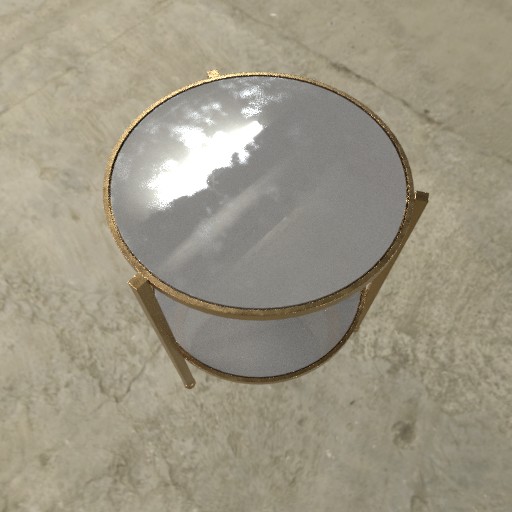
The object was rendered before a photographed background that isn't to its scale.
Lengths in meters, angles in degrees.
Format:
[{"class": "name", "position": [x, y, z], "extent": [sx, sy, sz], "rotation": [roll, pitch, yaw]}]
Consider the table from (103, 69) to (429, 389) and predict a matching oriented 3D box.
[{"class": "table", "position": [0.000, 0.000, 0.453], "extent": [0.231, 0.269, 0.243], "rotation": [-17, 61, -10]}]
